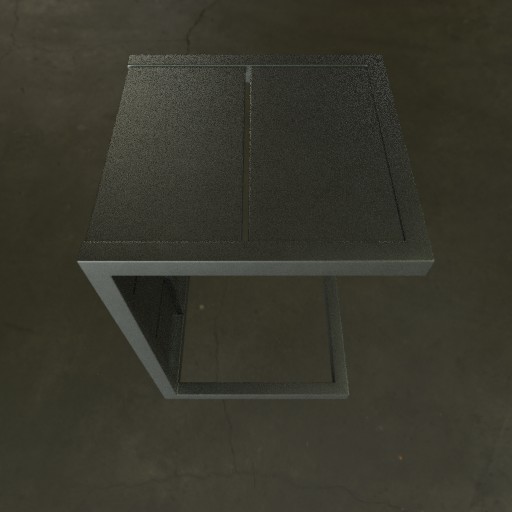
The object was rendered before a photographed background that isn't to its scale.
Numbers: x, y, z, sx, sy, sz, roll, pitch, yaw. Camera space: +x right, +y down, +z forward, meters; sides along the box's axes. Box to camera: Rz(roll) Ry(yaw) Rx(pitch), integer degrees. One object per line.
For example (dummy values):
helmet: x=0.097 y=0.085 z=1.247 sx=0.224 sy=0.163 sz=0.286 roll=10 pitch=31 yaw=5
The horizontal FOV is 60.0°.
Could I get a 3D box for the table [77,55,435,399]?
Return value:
table: x=0.000 y=0.000 z=0.883 sx=0.420 sy=0.609 sz=0.405 roll=0 pitch=57 yaw=0
